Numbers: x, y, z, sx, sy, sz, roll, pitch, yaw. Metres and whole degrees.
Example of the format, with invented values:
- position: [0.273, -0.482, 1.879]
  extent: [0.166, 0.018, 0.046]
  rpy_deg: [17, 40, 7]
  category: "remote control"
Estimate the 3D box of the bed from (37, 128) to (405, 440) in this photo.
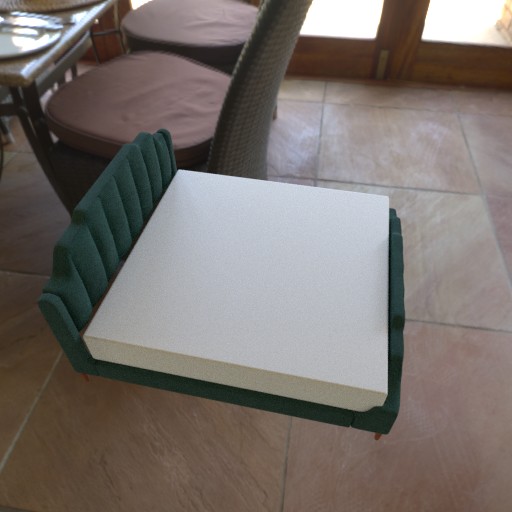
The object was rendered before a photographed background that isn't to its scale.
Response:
- position: [0.000, 0.000, 3.529]
  extent: [2.340, 1.245, 2.074]
  rpy_deg: [9, 47, 8]
  category: "bed"
